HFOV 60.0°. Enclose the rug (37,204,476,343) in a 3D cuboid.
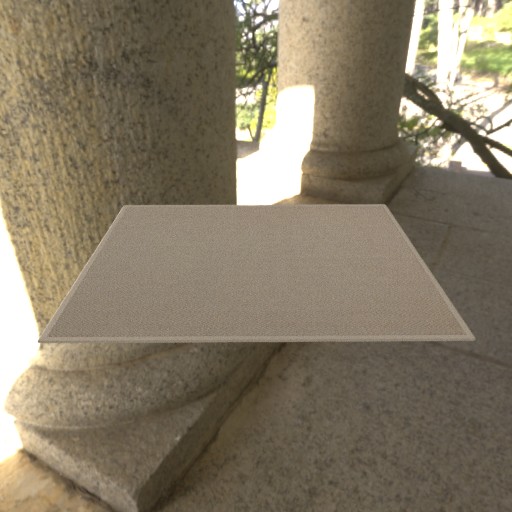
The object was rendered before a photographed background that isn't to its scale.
[{"bbox_3d":[0.000,0.000,4.111,3.051,0.020,2.407,0,29,0],"label":"rug"}]
